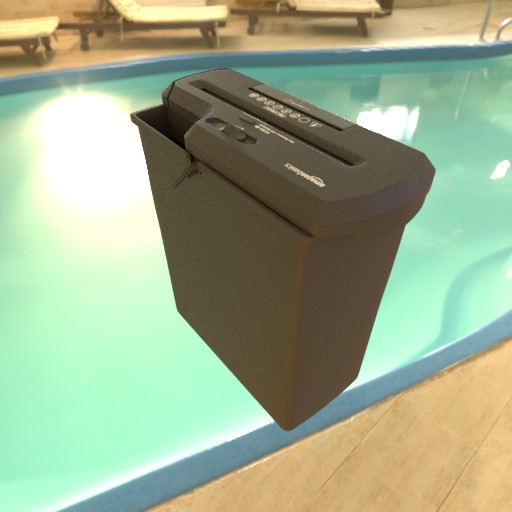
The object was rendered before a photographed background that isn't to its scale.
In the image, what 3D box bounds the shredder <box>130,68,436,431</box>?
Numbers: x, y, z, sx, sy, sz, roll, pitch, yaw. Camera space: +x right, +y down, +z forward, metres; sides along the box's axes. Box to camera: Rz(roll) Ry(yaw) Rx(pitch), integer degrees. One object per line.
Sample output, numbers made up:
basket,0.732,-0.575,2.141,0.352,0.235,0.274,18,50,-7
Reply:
shredder,0.000,0.000,0.510,0.170,0.335,0.320,-27,47,-28
